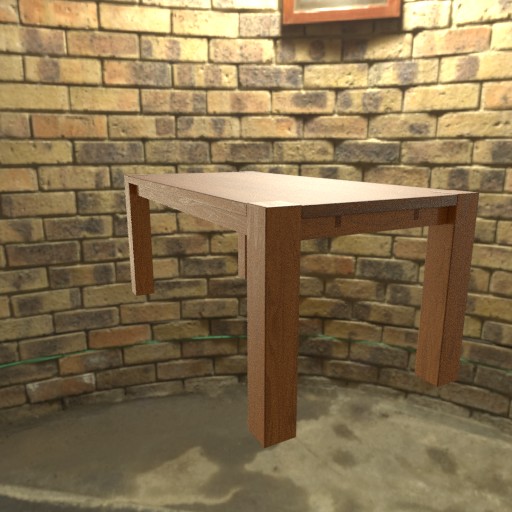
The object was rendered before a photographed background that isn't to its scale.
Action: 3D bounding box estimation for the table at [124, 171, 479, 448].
[{"bbox_3d":[0.000,0.000,2.281,0.900,0.760,1.800,-7,15,-27],"label":"table"}]
